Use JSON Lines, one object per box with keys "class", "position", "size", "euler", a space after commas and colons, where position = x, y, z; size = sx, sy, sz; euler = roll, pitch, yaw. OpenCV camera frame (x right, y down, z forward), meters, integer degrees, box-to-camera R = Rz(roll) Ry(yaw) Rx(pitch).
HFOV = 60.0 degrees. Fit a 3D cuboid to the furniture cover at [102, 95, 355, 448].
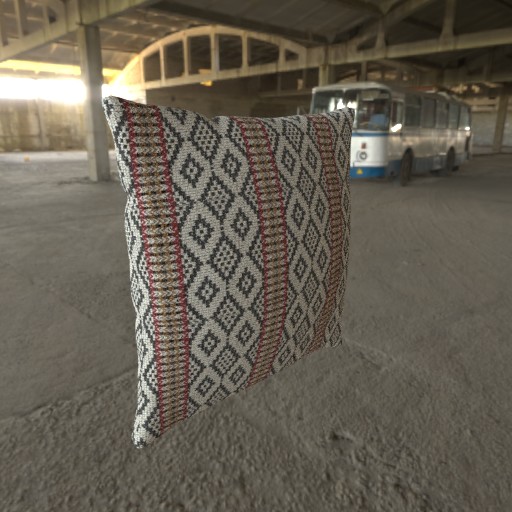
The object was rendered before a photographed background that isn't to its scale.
{"class": "furniture cover", "position": [0.000, 0.000, 0.766], "size": [0.503, 0.506, 0.182], "euler": [-14, 21, -41]}
